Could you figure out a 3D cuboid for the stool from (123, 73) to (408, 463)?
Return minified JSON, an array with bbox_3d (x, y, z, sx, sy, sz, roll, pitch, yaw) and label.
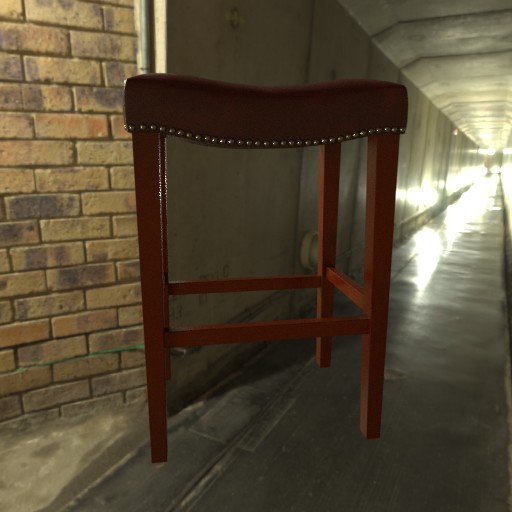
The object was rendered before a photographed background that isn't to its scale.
[{"bbox_3d":[0.000,0.000,1.001,0.504,0.742,0.372,-2,14,-9],"label":"stool"}]
